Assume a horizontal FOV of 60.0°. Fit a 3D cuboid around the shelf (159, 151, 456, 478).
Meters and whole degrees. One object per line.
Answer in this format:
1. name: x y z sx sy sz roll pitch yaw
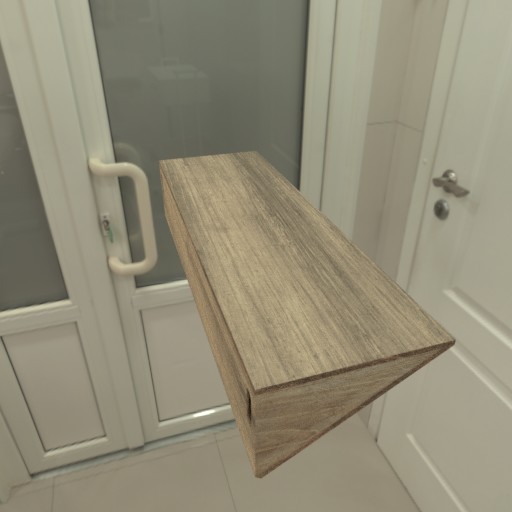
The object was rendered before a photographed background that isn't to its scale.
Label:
1. shelf: 0.000 0.000 0.673 0.200 0.125 0.610 -9 32 -15
